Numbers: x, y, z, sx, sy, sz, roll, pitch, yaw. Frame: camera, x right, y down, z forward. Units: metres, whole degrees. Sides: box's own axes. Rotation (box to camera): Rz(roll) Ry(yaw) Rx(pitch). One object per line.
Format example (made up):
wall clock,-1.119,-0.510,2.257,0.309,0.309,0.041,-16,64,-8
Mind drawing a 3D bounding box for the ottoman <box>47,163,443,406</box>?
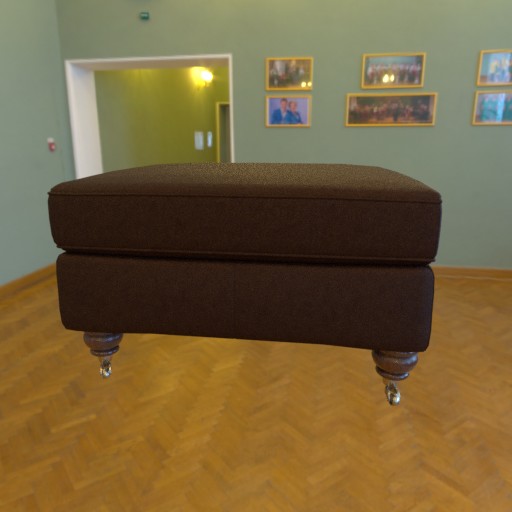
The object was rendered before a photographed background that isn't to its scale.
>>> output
ottoman,0.000,0.000,1.804,1.187,0.730,0.967,2,15,8
